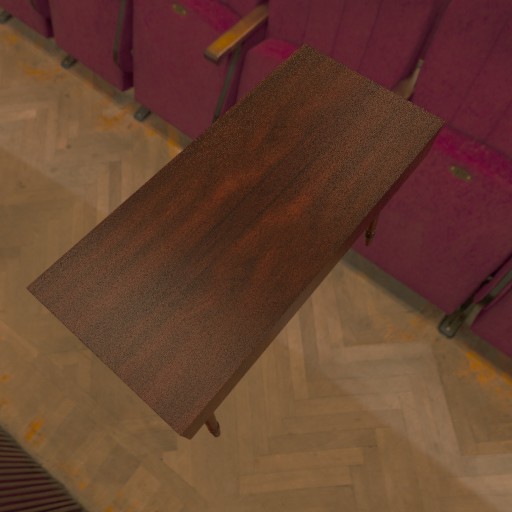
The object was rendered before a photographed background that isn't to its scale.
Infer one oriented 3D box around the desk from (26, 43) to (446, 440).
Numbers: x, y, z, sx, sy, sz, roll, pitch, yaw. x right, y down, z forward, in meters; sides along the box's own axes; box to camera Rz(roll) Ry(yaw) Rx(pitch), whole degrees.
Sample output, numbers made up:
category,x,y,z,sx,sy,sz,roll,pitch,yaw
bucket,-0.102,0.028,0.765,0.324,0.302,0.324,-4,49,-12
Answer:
category,x,y,z,sx,sy,sz,roll,pitch,yaw
desk,0.000,0.000,2.138,0.734,1.031,1.577,37,70,16
